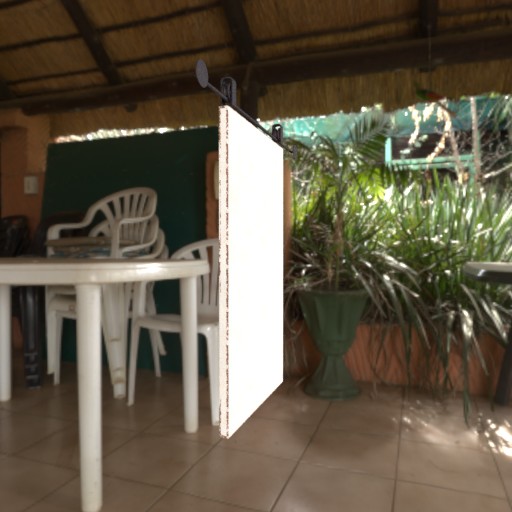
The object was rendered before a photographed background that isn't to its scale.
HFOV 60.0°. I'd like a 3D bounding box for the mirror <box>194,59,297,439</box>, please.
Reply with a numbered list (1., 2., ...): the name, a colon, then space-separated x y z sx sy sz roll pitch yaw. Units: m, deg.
1. mirror: 0.000 0.000 1.247 0.037 0.844 0.808 0 1 19
